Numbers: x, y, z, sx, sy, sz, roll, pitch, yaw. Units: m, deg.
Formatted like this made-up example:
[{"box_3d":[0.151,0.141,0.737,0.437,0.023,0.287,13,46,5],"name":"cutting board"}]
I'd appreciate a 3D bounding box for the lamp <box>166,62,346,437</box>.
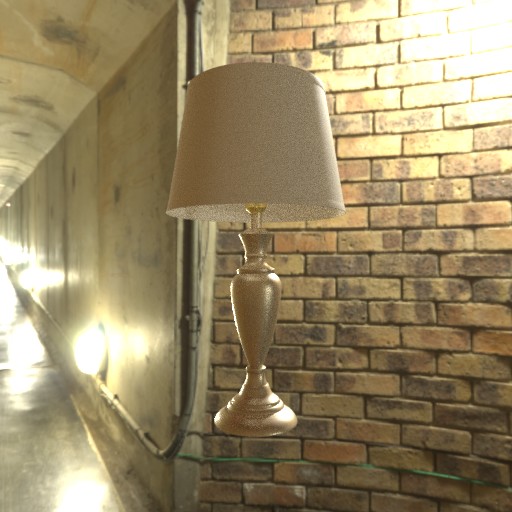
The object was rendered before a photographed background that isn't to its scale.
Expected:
[{"box_3d":[0.000,0.000,0.825,0.328,0.612,0.328,0,-1,0],"name":"lamp"}]
